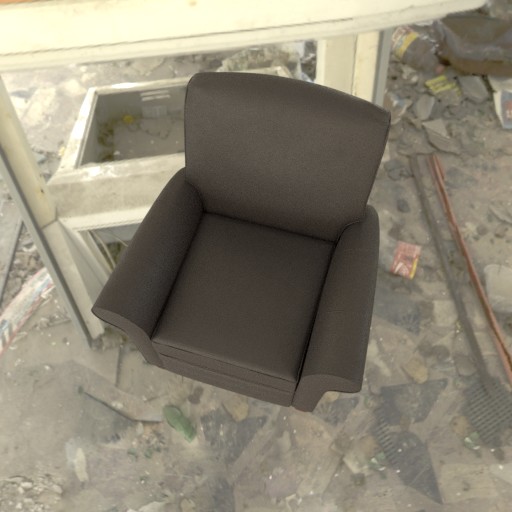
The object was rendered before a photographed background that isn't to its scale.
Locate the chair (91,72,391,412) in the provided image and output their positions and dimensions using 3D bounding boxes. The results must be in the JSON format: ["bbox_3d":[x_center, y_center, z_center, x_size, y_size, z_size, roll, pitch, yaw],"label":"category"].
[{"bbox_3d":[0.000,0.000,1.791,0.978,1.061,0.902,14,59,9],"label":"chair"}]
